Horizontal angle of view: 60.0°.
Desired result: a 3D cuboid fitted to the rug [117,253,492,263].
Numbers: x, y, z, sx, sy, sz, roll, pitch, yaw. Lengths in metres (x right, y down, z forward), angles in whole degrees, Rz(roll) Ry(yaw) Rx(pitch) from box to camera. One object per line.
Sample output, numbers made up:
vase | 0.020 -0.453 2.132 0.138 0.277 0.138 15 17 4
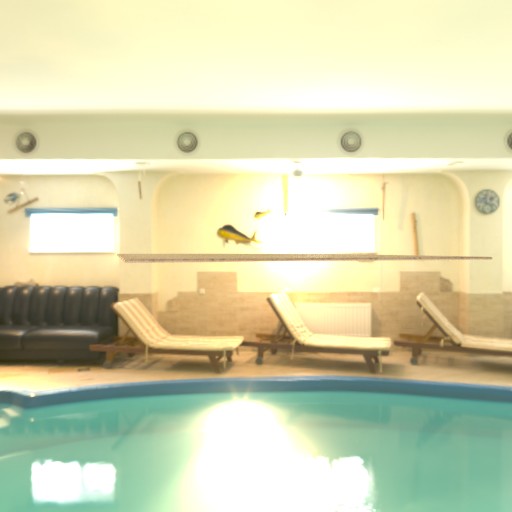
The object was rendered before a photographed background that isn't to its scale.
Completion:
rug | 0.000 0.000 4.104 2.420 0.019 3.038 0 1 -18
